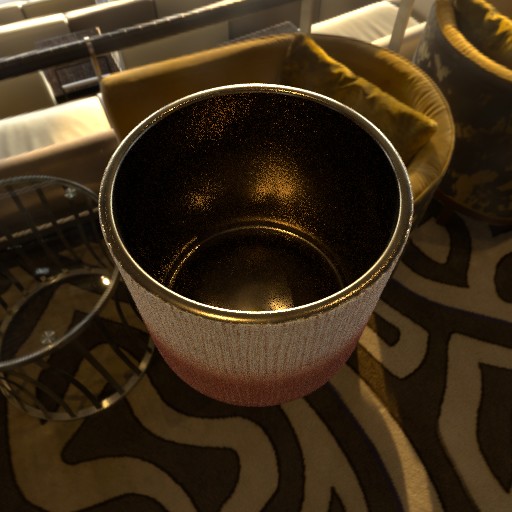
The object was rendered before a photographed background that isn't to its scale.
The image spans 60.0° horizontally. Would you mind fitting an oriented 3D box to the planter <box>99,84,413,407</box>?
[{"bbox_3d":[0.000,0.000,0.315,0.178,0.157,0.178,0,58,0],"label":"planter"}]
